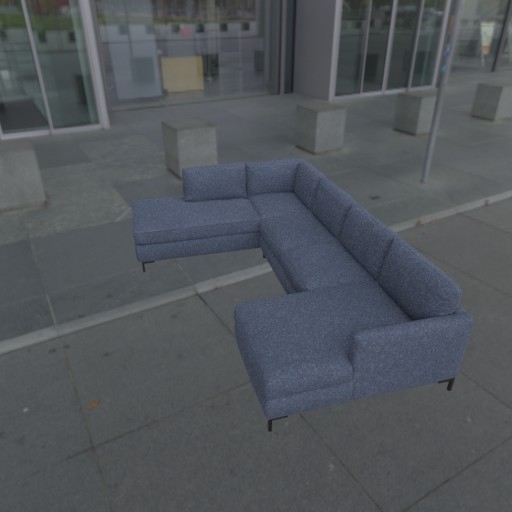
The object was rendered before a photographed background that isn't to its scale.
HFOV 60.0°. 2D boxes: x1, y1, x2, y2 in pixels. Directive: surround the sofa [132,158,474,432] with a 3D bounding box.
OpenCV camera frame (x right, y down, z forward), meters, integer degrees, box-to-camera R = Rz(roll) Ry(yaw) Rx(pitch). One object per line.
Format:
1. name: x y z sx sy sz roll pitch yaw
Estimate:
1. sofa: 0.000 0.000 3.781 2.007 0.813 2.956 -8 30 -13
